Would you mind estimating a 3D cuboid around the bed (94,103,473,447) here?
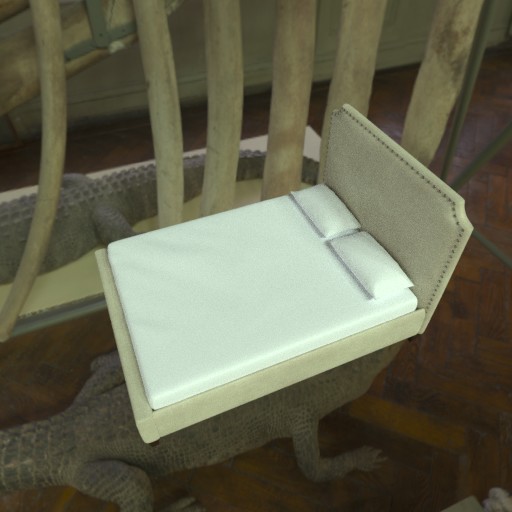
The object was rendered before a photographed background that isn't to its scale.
[{"bbox_3d":[0.000,0.000,3.476,2.372,1.443,1.712,-17,48,-16],"label":"bed"}]
